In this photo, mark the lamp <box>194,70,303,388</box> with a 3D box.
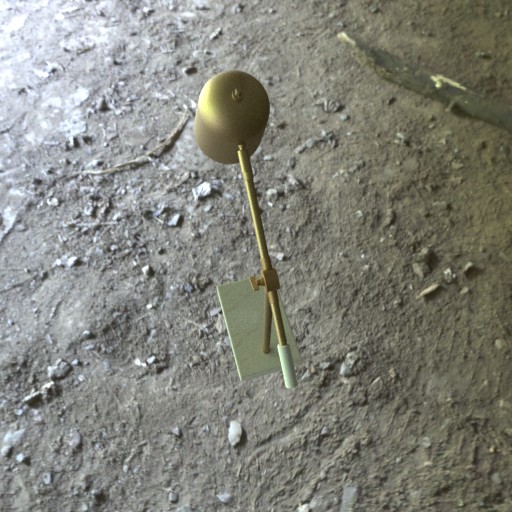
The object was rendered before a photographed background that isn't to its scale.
[{"bbox_3d":[0.000,0.000,0.819,0.144,0.603,0.471,-13,59,-8],"label":"lamp"}]
